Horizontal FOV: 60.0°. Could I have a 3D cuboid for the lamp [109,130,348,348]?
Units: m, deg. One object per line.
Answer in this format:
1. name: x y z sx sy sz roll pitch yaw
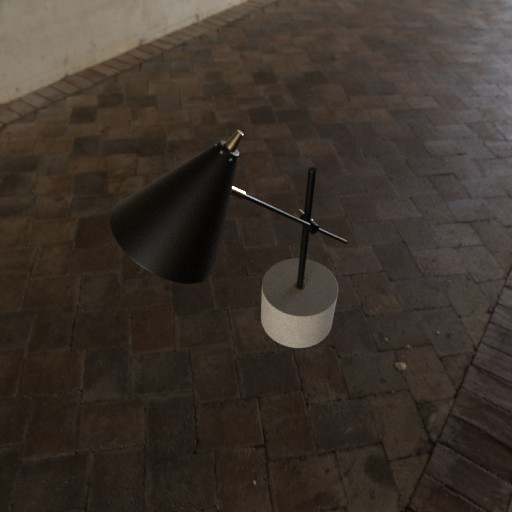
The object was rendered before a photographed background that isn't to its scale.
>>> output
1. lamp: 0.000 0.000 0.719 0.403 0.518 0.214 -16 48 -15
